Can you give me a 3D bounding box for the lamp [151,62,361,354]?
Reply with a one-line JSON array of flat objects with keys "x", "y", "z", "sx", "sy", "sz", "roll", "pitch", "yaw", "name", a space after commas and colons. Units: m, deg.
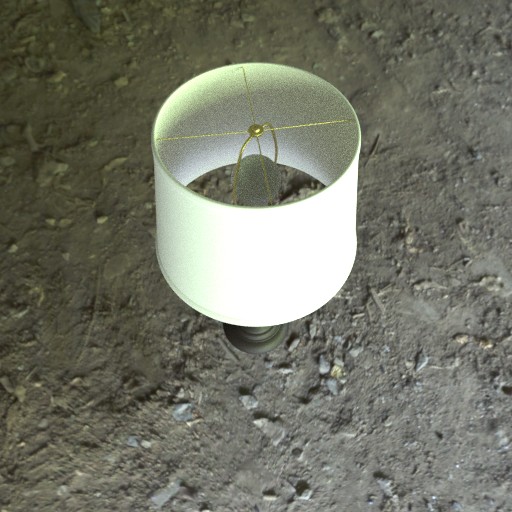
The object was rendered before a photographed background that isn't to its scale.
[{"x": 0.000, "y": 0.000, "z": 0.807, "sx": 0.335, "sy": 0.611, "sz": 0.335, "roll": 0, "pitch": 58, "yaw": 0, "name": "lamp"}]
